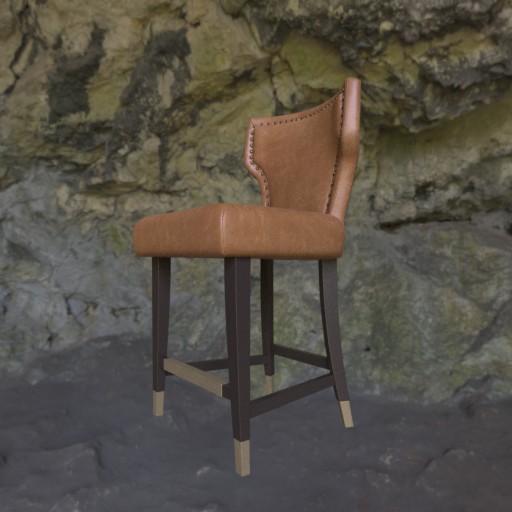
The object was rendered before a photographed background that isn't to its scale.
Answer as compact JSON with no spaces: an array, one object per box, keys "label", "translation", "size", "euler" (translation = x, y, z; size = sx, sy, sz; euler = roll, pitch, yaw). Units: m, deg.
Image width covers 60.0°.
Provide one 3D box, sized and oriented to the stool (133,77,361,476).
[{"label":"stool","translation":[0.000,0.000,1.304],"size":[0.563,0.982,0.526],"euler":[0,0,-36]}]
